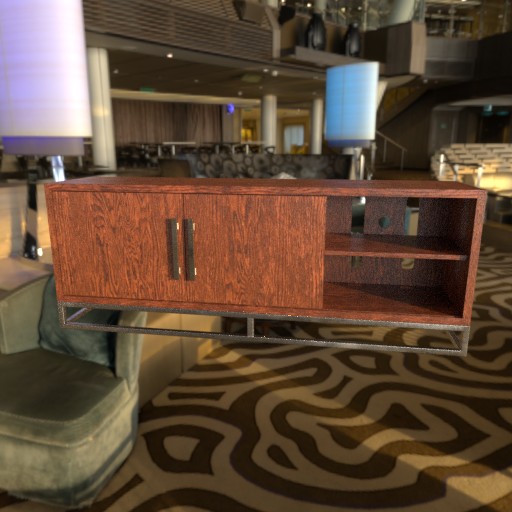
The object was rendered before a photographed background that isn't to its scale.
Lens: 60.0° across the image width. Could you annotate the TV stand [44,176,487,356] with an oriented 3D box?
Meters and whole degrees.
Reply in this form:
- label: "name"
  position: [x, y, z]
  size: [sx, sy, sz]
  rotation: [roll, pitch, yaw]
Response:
- label: "TV stand"
  position: [0.000, 0.000, 1.757]
  size: [1.541, 0.578, 0.382]
  rotation: [2, 14, 9]
